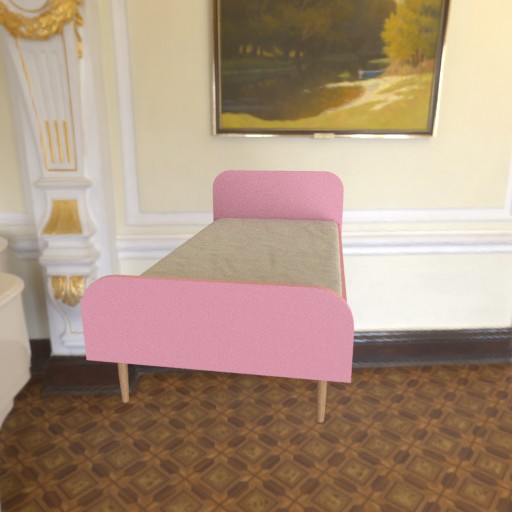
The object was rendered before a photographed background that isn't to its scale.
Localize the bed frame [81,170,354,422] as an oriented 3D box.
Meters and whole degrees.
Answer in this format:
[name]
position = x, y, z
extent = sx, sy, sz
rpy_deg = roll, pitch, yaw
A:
[bed frame]
position = 0.000, 0.000, 2.517
extent = 0.998, 0.805, 1.963
rpy_deg = 3, 15, 9
